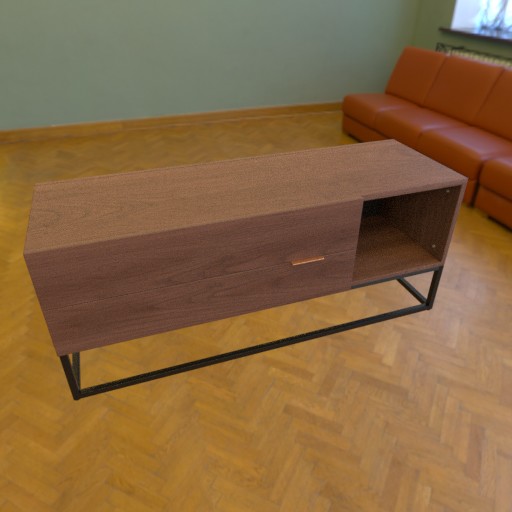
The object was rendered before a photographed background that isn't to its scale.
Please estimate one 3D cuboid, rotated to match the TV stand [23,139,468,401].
[{"bbox_3d":[0.000,0.000,1.409,1.200,0.500,0.415,-11,34,-16],"label":"TV stand"}]
